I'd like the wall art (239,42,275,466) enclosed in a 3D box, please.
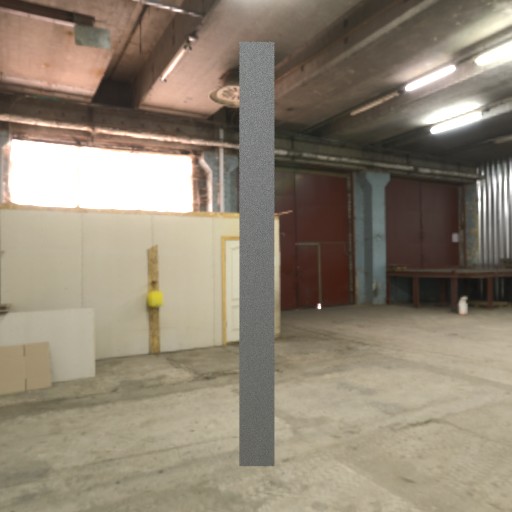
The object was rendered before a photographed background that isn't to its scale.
[{"bbox_3d":[0.000,0.000,0.749,0.037,0.450,0.557,0,-1,0],"label":"wall art"}]
